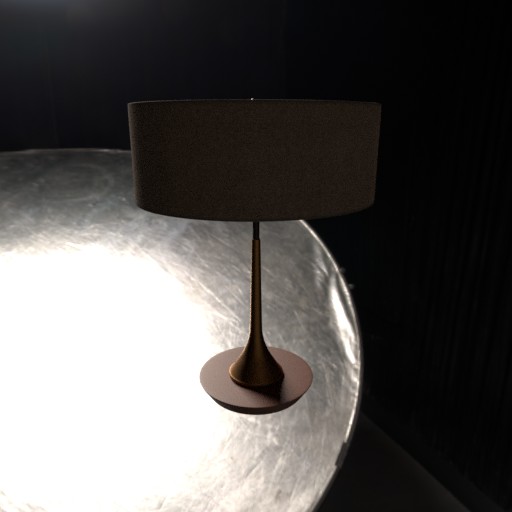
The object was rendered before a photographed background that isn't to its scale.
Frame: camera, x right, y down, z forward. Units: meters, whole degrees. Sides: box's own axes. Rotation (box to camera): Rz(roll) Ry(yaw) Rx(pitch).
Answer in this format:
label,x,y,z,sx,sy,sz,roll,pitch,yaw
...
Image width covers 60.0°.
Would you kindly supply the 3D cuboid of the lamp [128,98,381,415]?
label,x,y,z,sx,sy,sz,roll,pitch,yaw
lamp,0.000,0.000,0.823,0.417,0.551,0.396,-8,19,-25
